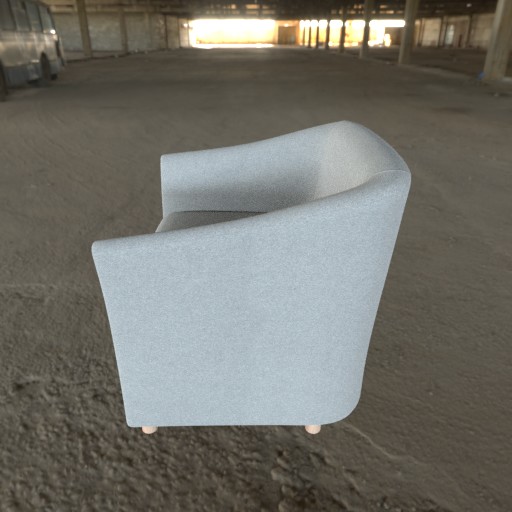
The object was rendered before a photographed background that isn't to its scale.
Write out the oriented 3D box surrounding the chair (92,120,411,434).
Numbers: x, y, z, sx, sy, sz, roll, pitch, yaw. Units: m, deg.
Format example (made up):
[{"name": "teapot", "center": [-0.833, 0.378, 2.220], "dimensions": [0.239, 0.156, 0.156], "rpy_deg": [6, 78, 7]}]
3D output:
[{"name": "chair", "center": [0.000, 0.000, 1.354], "dimensions": [0.700, 0.720, 0.790], "rpy_deg": [0, 27, 0]}]
